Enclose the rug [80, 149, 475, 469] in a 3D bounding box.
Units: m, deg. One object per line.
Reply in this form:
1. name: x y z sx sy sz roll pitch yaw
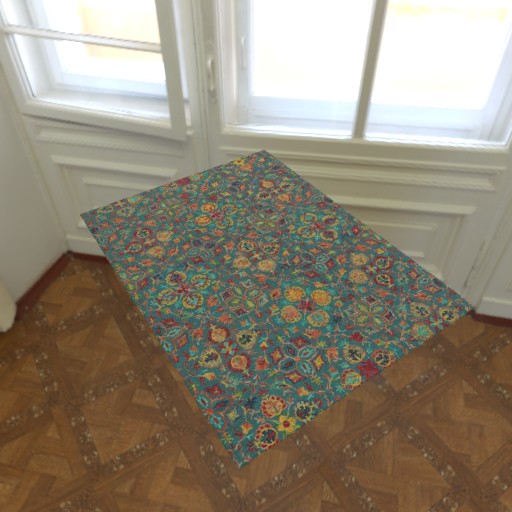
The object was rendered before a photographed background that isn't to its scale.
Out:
1. rug: 0.000 0.000 4.312 2.434 0.025 3.204 -25 49 -24
